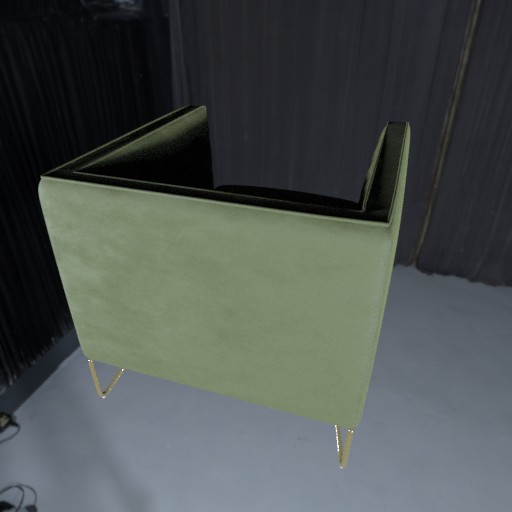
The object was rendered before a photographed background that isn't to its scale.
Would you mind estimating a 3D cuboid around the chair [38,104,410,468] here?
[{"bbox_3d":[0.000,0.000,1.517,0.880,0.790,0.894,10,33,16],"label":"chair"}]
